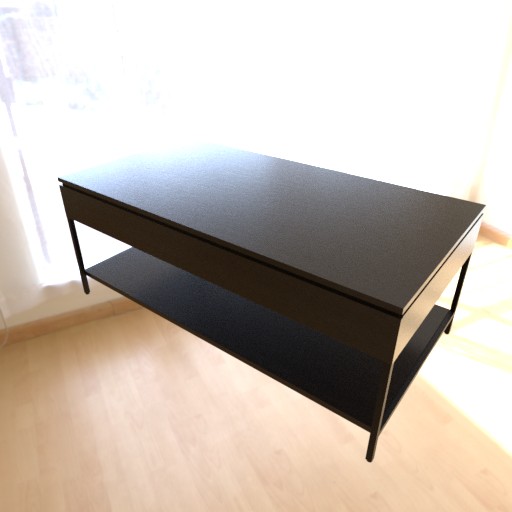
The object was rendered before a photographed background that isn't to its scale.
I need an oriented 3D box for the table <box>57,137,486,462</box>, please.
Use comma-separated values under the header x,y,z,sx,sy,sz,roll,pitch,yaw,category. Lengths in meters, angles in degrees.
x,y,z,sx,sy,sz,roll,pitch,yaw,category
0.000,0.000,1.372,1.095,0.435,0.574,21,36,32,table
